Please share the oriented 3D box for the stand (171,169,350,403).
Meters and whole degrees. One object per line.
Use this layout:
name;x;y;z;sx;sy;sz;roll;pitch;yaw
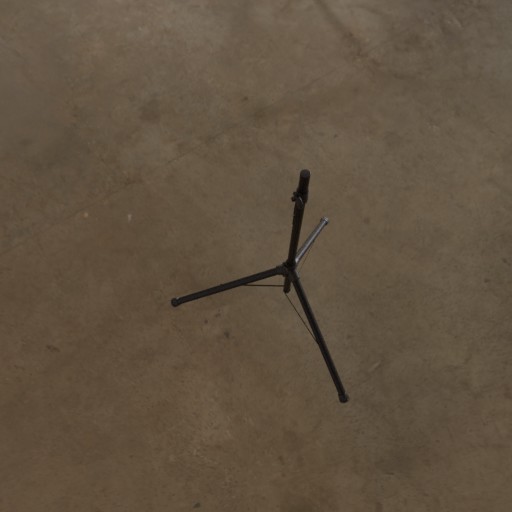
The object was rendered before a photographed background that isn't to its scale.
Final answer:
stand;0.000;0.000;1.886;0.907;1.136;1.045;0;63;0
